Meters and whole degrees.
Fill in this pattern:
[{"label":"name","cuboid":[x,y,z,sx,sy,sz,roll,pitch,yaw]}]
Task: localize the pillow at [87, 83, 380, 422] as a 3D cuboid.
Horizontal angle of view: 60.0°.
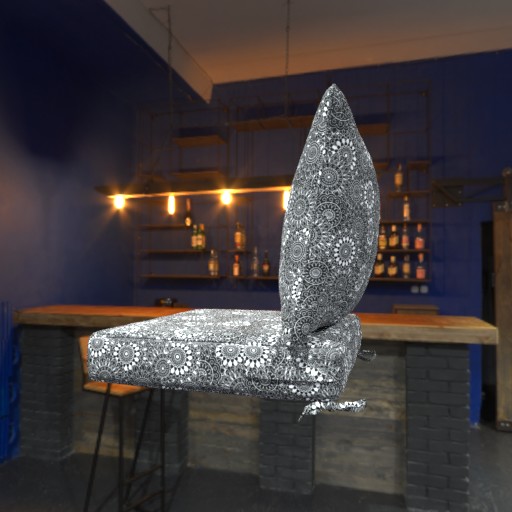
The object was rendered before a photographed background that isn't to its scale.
[{"label":"pillow","cuboid":[0.000,0.000,1.368,0.740,0.722,0.798,0,-1,17]}]
